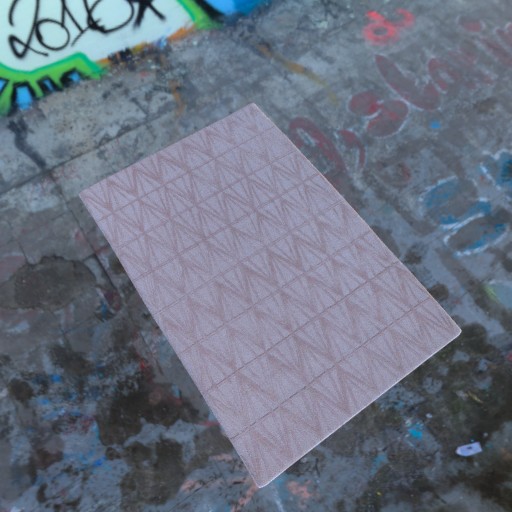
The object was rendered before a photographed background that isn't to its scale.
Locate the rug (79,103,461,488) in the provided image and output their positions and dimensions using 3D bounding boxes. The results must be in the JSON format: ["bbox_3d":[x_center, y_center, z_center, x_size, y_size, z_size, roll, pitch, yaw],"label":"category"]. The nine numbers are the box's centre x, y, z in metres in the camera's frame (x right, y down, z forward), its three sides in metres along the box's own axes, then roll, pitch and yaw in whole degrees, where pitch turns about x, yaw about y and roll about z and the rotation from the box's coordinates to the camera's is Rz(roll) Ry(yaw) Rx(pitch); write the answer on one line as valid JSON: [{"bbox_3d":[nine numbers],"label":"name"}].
[{"bbox_3d":[0.000,0.000,2.361,1.230,0.025,1.837,-32,68,-15],"label":"rug"}]
